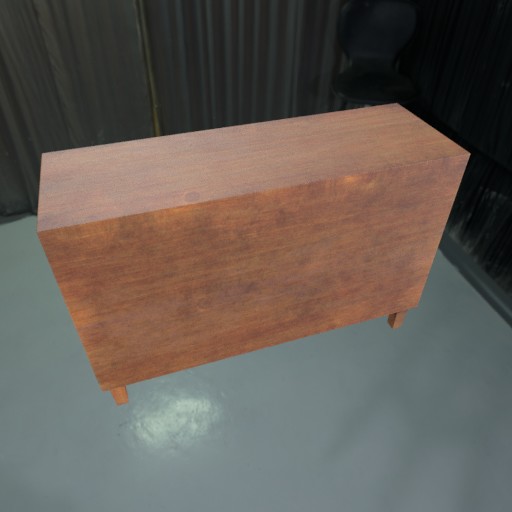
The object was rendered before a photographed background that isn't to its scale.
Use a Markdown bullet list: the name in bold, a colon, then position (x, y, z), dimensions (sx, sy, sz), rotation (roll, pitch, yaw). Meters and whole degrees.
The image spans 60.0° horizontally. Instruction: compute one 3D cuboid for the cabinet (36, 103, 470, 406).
- **cabinet**: position (0.000, 0.000, 1.576), dimensions (1.204, 0.805, 0.403), rotation (-12, 42, -14)
